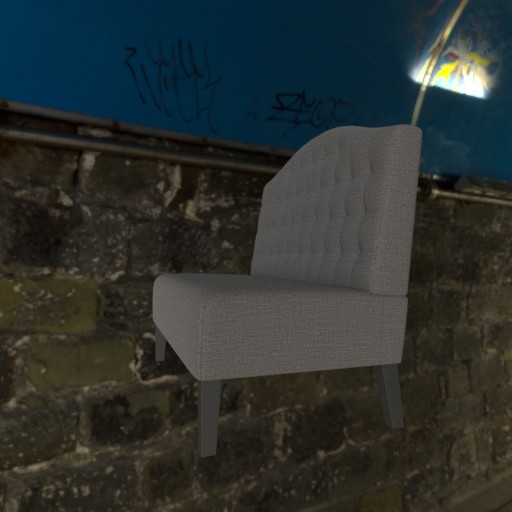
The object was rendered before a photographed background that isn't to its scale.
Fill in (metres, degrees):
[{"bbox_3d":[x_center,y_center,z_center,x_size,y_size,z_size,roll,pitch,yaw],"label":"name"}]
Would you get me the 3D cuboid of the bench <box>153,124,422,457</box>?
[{"bbox_3d":[0.000,0.000,2.034,0.815,1.180,1.335,0,0,-19],"label":"bench"}]
